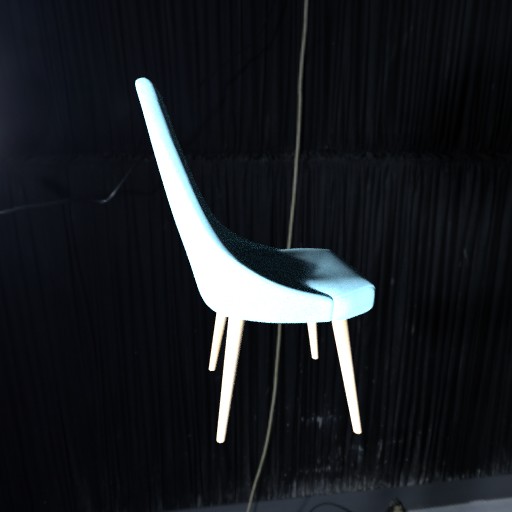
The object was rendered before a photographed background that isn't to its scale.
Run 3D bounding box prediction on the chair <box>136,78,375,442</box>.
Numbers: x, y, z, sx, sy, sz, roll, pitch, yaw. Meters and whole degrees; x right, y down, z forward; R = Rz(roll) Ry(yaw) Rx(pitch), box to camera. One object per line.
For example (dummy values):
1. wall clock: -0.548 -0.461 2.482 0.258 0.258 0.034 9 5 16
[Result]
1. chair: 0.000 0.000 1.417 0.660 1.040 0.510 -3 16 -9
